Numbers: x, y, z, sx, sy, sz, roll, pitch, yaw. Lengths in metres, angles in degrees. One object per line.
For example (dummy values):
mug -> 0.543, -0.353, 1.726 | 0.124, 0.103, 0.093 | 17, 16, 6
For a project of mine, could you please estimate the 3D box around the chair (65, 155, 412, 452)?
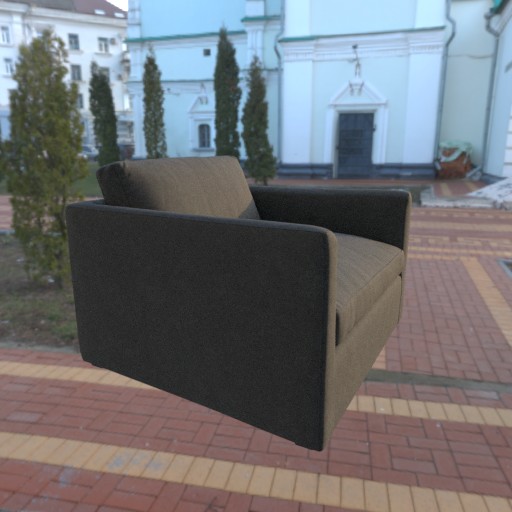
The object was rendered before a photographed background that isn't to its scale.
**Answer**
chair -> 0.000, 0.000, 1.892 | 1.091, 0.845, 1.190 | 7, 16, 27
